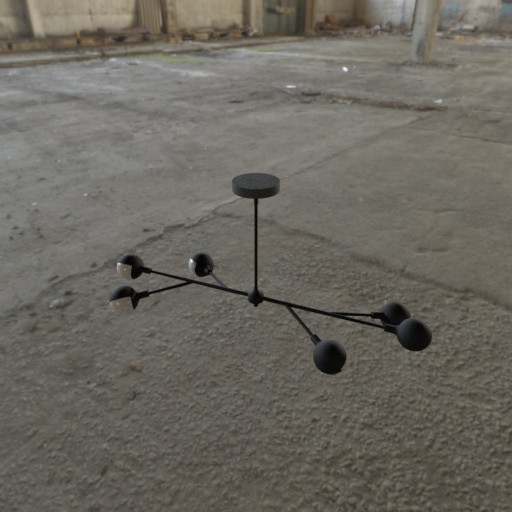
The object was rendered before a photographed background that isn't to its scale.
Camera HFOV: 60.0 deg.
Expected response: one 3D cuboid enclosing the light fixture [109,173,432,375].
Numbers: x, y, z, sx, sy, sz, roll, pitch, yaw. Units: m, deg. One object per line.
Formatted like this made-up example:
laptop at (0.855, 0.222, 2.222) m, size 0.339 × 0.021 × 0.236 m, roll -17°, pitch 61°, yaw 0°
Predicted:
light fixture at (0.000, 0.000, 1.017) m, size 0.778 × 0.362 × 0.434 m, roll 21°, pitch 36°, yaw 33°
